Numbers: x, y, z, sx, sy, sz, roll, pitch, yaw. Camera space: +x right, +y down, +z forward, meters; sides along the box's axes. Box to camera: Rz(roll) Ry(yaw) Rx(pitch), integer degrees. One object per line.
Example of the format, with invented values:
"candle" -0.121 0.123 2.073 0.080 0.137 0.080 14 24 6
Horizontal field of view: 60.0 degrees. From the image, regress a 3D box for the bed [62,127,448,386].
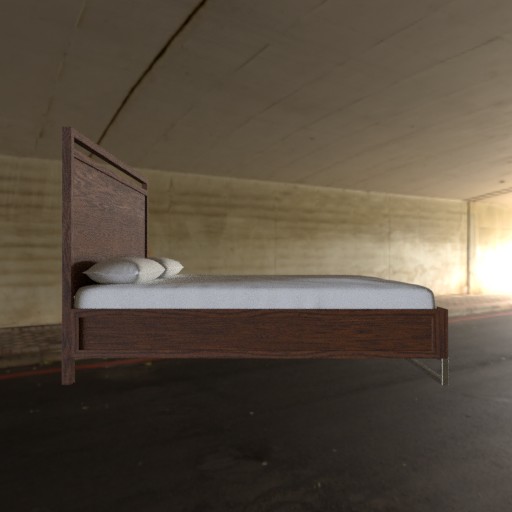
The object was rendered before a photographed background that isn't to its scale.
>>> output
"bed" 0.000 0.000 3.422 2.218 1.487 1.765 0 0 0
